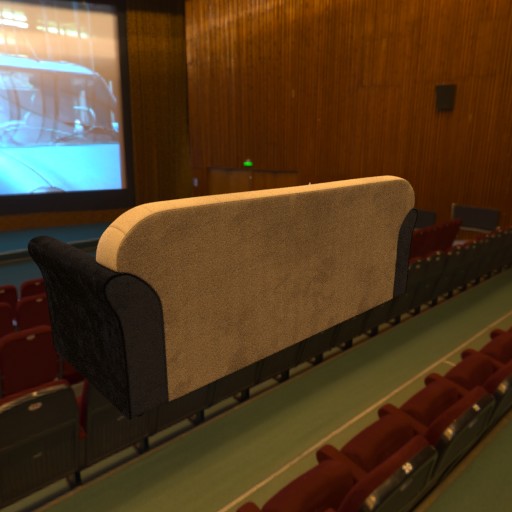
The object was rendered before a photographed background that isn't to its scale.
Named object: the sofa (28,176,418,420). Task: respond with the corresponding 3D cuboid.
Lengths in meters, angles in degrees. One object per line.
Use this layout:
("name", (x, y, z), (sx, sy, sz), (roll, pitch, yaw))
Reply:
("sofa", (0.000, 0.000, 2.349), (2.006, 0.789, 0.749), (-14, 21, -41))
